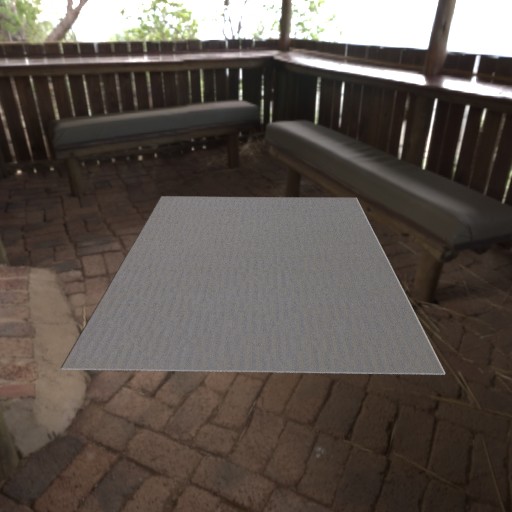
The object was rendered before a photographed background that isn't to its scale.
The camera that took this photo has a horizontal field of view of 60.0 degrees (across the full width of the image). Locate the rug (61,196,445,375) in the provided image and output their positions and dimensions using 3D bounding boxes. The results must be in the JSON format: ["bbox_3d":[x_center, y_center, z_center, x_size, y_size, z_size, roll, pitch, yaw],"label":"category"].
[{"bbox_3d":[0.000,0.000,4.112,2.410,0.021,3.055,1,28,1],"label":"rug"}]
